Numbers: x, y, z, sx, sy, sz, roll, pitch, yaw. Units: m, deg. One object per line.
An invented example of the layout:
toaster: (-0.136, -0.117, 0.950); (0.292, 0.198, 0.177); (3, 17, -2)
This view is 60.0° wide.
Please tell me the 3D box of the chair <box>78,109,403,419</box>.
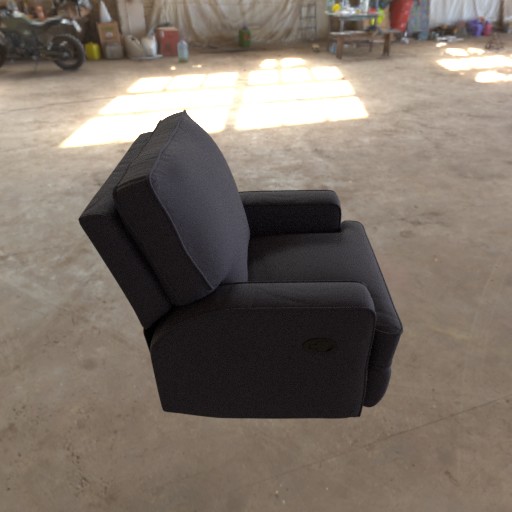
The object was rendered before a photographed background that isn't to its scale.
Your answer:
chair: (0.000, 0.000, 1.699); (0.964, 0.962, 0.861); (0, 33, 1)
